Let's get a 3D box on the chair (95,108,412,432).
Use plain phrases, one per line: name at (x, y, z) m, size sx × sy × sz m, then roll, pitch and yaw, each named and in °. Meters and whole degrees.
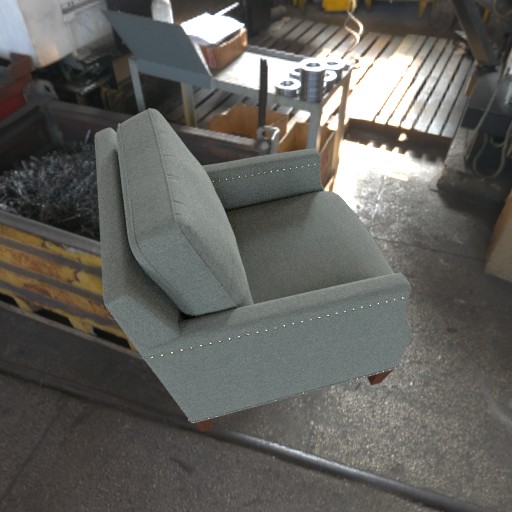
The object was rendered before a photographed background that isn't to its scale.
chair at (0.000, 0.000, 1.761) m, size 1.031 × 1.031 × 0.885 m, roll -11°, pitch 47°, yaw -11°
